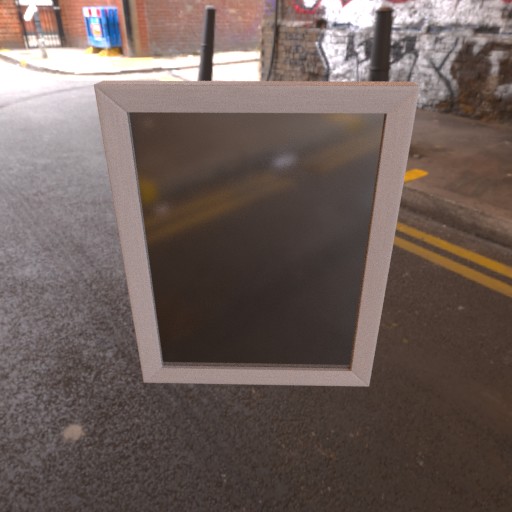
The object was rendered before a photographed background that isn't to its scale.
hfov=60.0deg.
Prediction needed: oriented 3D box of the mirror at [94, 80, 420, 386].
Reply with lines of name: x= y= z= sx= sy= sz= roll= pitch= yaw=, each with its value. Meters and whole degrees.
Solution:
mirror: x=0.000 y=0.000 z=0.691 sx=0.405 sy=0.508 sz=0.041 roll=1 pitch=29 yaw=1
